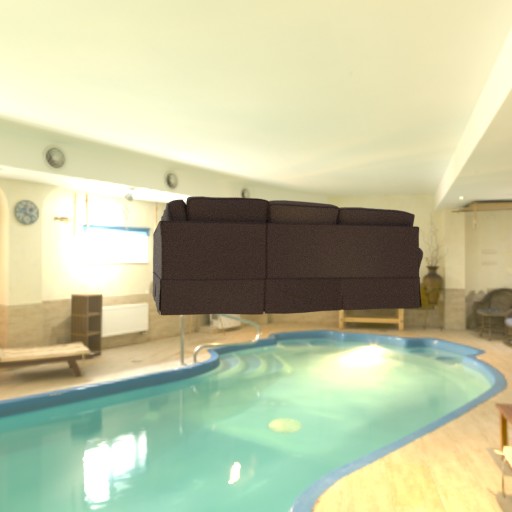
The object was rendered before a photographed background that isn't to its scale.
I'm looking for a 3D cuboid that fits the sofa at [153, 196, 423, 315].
[{"bbox_3d":[0.000,0.000,5.321,3.773,1.169,2.874,0,-1,17],"label":"sofa"}]
